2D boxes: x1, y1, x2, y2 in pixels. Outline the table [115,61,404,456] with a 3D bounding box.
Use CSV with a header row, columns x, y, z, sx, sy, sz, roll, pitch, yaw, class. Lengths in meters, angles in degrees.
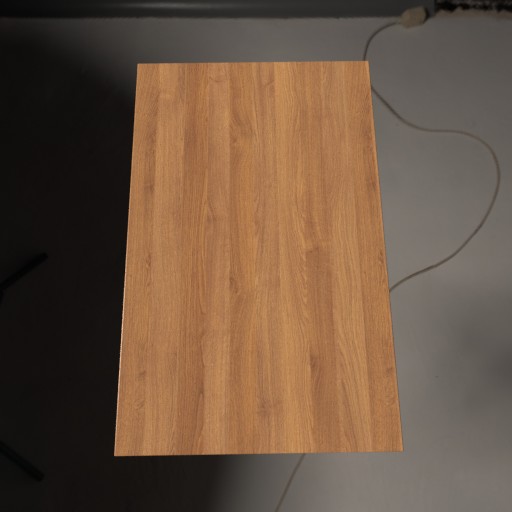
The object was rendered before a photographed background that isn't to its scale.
x,y,z,sx,sy,sz,roll,pitch,yaw,class
0.000,0.000,1.421,0.700,0.442,1.100,-1,76,0,table
